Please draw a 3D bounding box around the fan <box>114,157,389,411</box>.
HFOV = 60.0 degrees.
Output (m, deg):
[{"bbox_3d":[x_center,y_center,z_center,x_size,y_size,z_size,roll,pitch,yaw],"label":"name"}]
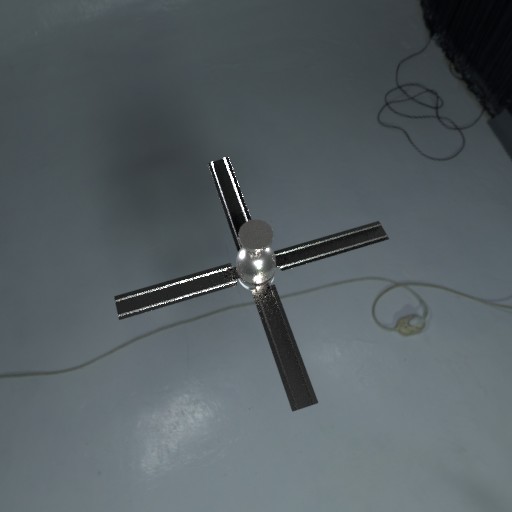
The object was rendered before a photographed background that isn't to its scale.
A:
[{"bbox_3d":[0.000,0.000,2.011,1.346,0.406,1.346,-18,65,-8],"label":"fan"}]
